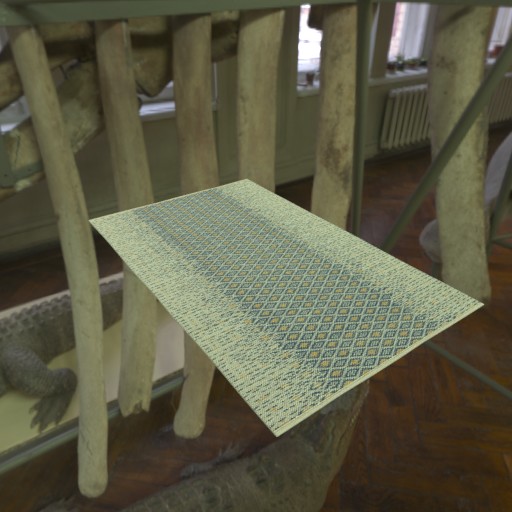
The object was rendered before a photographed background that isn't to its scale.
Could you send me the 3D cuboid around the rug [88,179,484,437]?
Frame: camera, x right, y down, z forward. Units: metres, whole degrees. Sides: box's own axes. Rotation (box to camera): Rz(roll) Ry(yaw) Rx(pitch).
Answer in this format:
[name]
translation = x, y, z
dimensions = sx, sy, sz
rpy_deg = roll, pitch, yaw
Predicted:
[rug]
translation = 0.000, 0.000, 3.066
dimensions = 1.541, 0.008, 2.448
rpy_deg = -20, 37, -30
